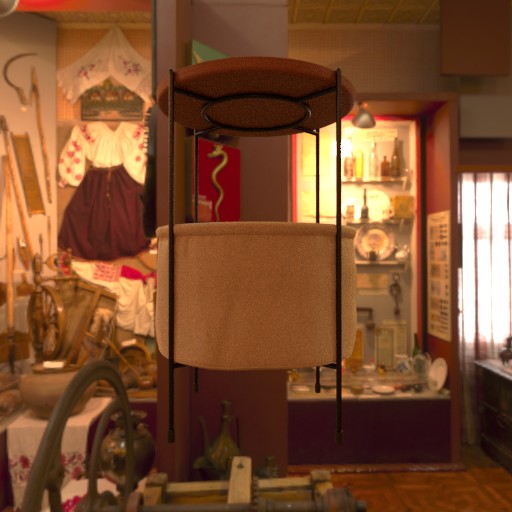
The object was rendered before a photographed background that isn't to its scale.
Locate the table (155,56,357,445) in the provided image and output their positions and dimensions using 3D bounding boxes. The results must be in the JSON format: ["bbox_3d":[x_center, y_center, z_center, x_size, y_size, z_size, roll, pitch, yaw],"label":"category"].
[{"bbox_3d":[0.000,0.000,0.878,0.393,0.623,0.393,0,0,1],"label":"table"}]
